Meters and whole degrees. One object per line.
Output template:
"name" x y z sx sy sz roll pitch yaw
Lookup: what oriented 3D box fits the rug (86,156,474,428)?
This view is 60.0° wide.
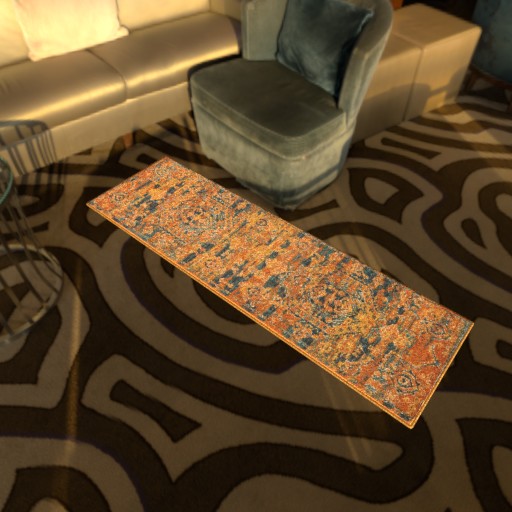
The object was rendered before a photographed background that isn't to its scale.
"rug" 0.000 0.000 2.030 1.820 0.013 0.556 31 54 26
